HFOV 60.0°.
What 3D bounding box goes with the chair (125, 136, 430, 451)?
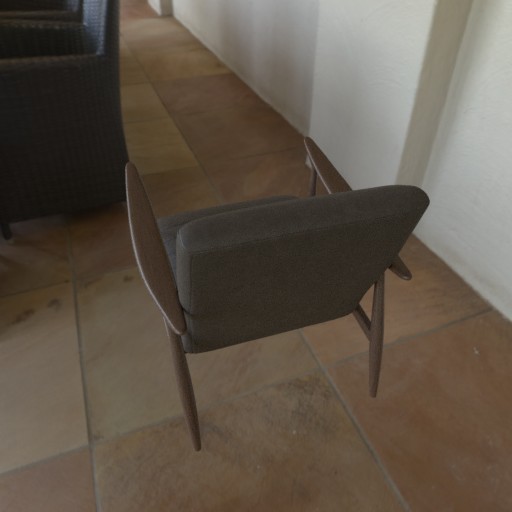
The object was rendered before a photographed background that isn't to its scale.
[{"bbox_3d":[0.000,0.000,1.438,0.741,0.831,0.798,-12,41,-14],"label":"chair"}]
